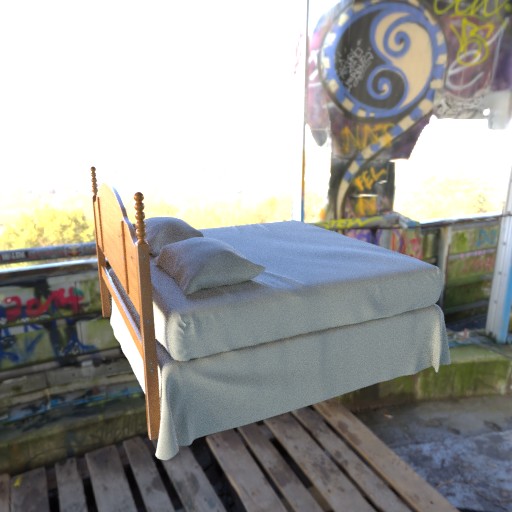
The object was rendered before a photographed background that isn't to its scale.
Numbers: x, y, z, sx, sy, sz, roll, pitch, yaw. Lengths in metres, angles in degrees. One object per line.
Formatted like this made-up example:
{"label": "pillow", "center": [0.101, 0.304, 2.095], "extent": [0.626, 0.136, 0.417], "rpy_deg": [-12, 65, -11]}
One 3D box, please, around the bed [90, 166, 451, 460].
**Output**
{"label": "bed", "center": [0.000, 0.000, 3.533], "extent": [2.219, 1.355, 2.322], "rpy_deg": [-7, 17, -25]}
